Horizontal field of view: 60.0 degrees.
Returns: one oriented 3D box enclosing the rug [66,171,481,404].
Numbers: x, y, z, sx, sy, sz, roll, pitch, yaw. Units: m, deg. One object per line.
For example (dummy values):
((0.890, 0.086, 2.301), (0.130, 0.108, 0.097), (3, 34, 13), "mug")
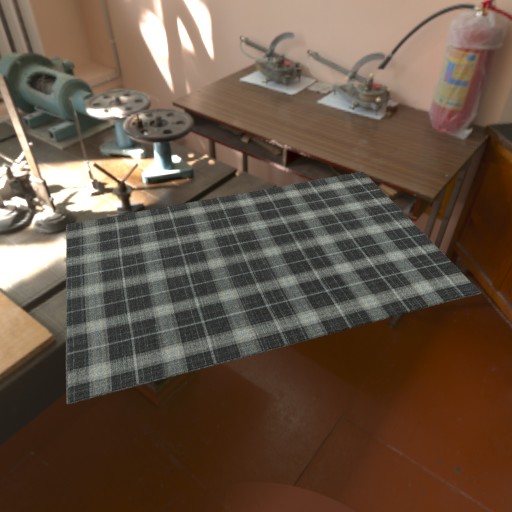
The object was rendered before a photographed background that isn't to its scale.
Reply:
((0.000, 0.000, 2.981), (2.434, 0.015, 1.520), (-12, 43, -13), "rug")
